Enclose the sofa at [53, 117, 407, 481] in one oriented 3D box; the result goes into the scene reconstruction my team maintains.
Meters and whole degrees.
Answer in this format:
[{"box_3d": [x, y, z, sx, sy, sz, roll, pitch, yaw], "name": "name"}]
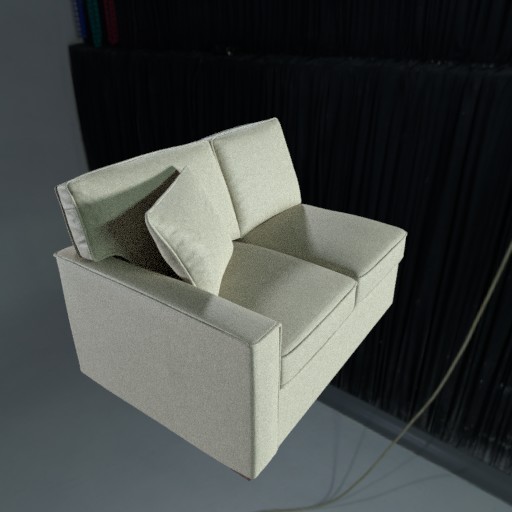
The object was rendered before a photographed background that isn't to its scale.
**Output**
[{"box_3d": [0.000, 0.000, 2.036, 0.991, 0.989, 1.388, 18, 32, 31], "name": "sofa"}]
